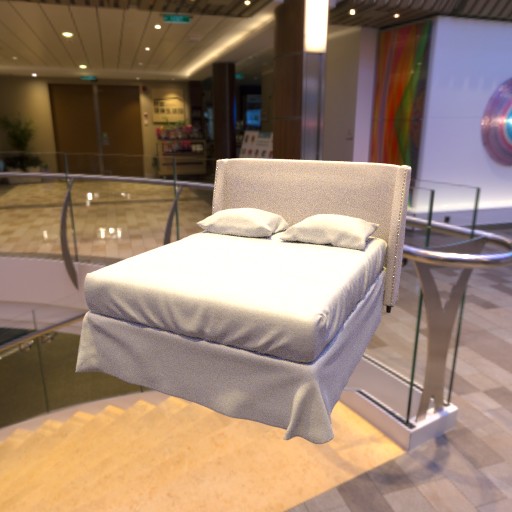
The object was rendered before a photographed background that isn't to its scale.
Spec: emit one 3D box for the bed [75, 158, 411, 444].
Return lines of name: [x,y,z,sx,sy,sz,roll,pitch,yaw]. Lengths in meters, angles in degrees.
bed: [0.000,0.000,3.479,1.925,1.332,2.276,8,18,25]
